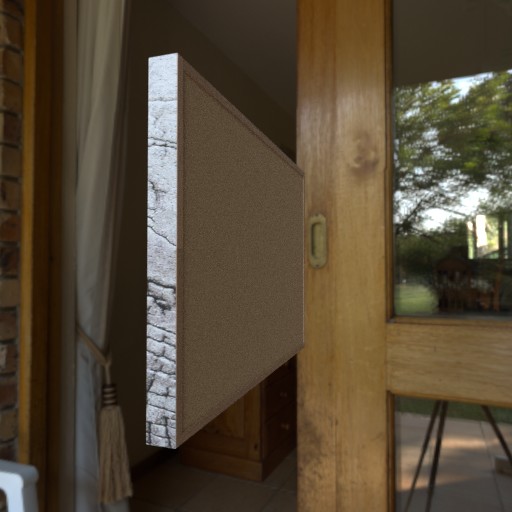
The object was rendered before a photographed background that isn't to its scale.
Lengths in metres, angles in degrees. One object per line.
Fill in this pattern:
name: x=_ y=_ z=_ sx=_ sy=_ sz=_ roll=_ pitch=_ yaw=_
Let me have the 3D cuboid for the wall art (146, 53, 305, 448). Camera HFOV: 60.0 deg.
wall art: x=0.000 y=0.000 z=0.751 sx=0.035 sy=0.407 sz=0.613 roll=-1 pitch=-2 yaw=19
